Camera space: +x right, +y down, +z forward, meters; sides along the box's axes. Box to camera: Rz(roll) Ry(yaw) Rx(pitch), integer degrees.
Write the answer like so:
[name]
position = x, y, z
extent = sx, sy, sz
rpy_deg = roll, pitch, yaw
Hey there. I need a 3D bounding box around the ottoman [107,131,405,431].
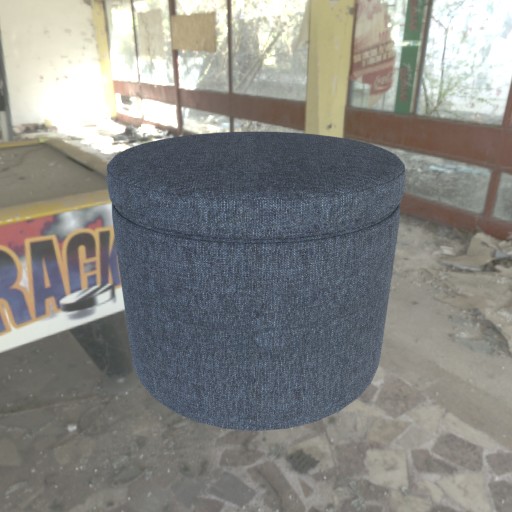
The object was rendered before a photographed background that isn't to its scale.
[ottoman]
position = 0.000, 0.000, 0.844
extent = 0.500, 0.419, 0.500
rpy_deg = 0, 24, 0
